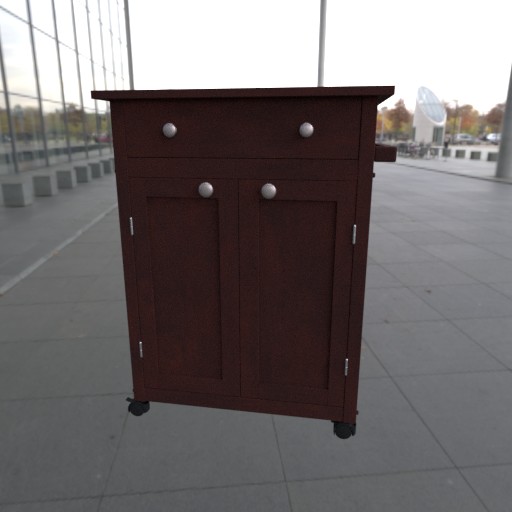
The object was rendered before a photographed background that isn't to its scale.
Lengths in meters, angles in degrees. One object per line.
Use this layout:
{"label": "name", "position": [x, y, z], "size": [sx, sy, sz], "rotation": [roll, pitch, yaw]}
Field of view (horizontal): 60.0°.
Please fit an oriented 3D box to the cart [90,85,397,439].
{"label": "cart", "position": [0.000, 0.000, 1.270], "size": [0.683, 0.864, 0.442], "rotation": [3, 16, 9]}
